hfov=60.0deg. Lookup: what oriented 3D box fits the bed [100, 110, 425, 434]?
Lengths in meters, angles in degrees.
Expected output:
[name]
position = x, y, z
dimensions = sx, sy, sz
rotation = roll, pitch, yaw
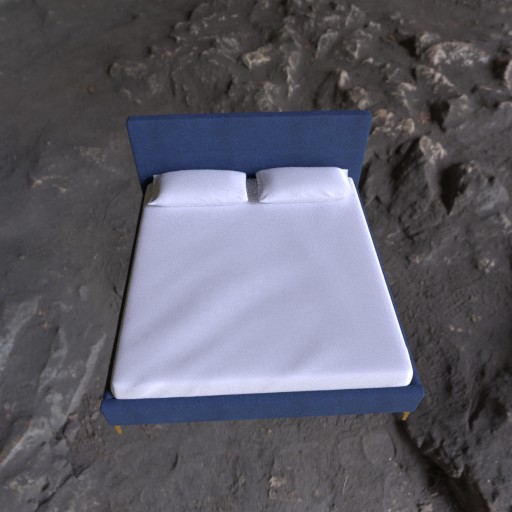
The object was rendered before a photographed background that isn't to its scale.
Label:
[bed]
position = 0.000, 0.000, 3.459
dimensions = 2.096, 1.231, 2.232
rotation = -2, 47, -2
